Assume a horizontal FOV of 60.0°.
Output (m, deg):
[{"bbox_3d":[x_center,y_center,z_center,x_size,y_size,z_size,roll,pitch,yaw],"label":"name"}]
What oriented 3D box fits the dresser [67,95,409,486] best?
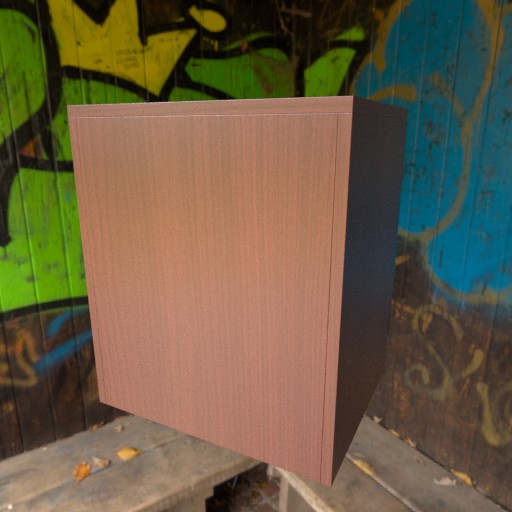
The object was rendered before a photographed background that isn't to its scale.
[{"bbox_3d":[0.000,0.000,0.740,0.400,0.470,0.360,8,18,26],"label":"dresser"}]
